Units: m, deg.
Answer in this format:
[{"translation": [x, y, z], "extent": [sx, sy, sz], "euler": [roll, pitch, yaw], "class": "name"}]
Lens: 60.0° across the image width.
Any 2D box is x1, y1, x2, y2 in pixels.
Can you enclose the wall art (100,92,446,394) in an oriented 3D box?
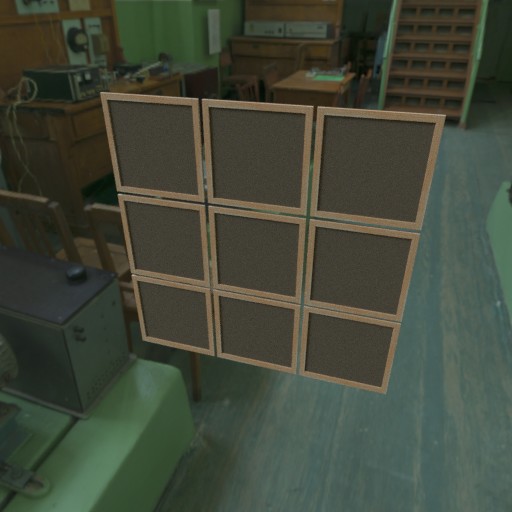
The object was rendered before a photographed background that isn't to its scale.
[{"translation": [0.000, 0.000, 1.822], "extent": [1.216, 1.218, 0.013], "euler": [9, 32, 15], "class": "wall art"}]
